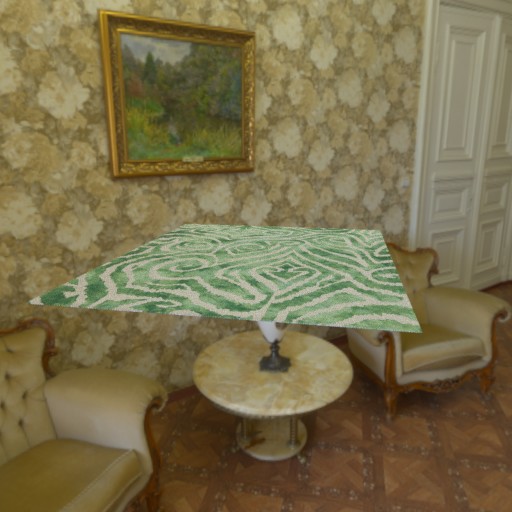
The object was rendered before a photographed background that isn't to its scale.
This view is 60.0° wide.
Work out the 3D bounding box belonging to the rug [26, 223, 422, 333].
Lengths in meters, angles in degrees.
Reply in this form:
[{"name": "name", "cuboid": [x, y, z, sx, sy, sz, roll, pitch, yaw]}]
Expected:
[{"name": "rug", "cuboid": [0.000, 0.000, 4.087, 2.436, 0.007, 3.045, 3, 14, 11]}]
